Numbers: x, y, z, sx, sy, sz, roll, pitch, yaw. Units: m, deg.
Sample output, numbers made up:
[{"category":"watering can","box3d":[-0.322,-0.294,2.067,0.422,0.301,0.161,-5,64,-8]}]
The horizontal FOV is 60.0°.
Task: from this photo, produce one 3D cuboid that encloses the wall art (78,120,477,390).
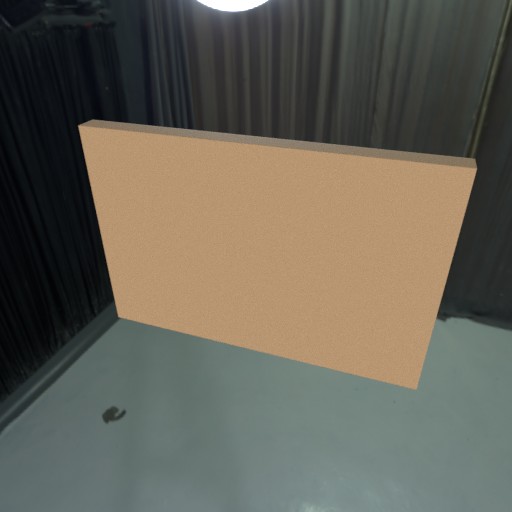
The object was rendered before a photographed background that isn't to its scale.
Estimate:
[{"category":"wall art","box3d":[0.000,0.000,0.772,0.609,0.407,0.039,10,33,16]}]
